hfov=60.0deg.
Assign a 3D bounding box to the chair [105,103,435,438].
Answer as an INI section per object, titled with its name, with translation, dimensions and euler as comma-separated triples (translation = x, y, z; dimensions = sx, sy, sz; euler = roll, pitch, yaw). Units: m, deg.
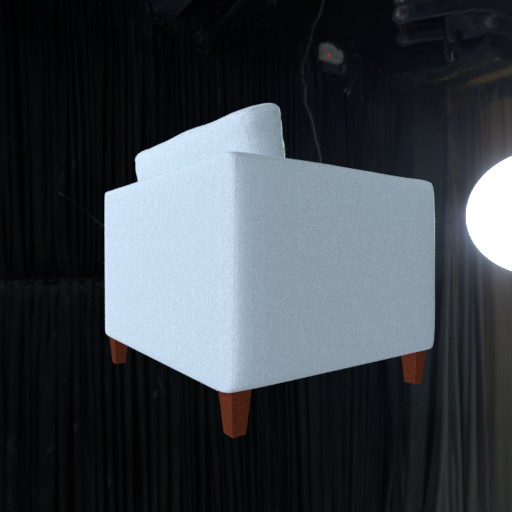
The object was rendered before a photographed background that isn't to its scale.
[chair]
translation = 0.000, 0.000, 1.838
dimensions = 0.953, 0.961, 1.107
euler = -1, 1, -36
